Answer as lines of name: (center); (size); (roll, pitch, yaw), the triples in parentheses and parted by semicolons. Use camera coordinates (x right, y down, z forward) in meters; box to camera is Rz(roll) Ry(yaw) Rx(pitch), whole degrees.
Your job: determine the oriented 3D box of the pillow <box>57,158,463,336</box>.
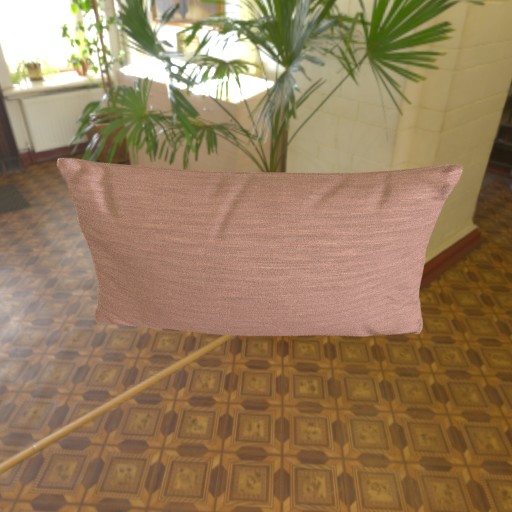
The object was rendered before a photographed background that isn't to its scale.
pillow: (0.000, 0.000, 0.768); (0.633, 0.338, 0.210); (2, 32, 2)
